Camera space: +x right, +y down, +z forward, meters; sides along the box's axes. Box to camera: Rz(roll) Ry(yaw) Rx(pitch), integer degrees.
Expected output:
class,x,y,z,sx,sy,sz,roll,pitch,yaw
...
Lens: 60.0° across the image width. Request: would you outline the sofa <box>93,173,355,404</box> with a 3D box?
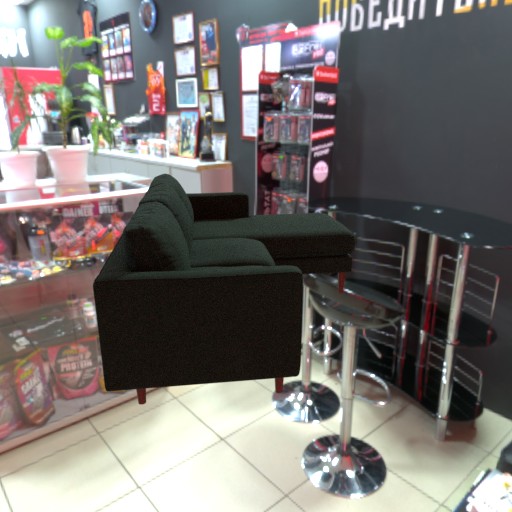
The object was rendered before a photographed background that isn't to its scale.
class,x,y,z,sx,sy,sz,roll,pitch,yaw
sofa,0.000,0.000,2.865,1.580,0.899,2.030,-2,18,-7
